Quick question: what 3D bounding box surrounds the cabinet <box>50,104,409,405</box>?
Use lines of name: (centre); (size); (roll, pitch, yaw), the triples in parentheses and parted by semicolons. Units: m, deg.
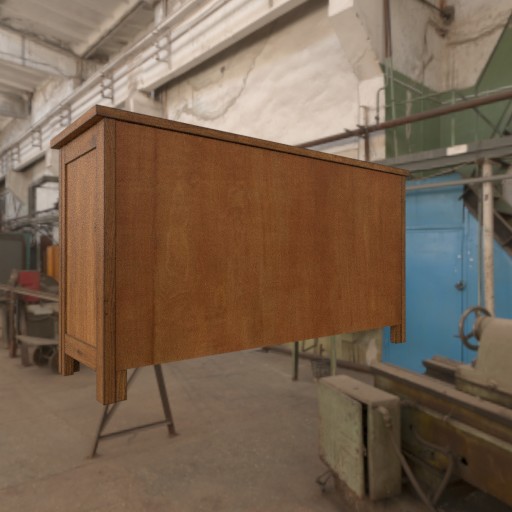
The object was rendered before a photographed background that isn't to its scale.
cabinet: (0.000, 0.000, 1.831); (1.474, 0.813, 0.480); (0, 0, -38)
